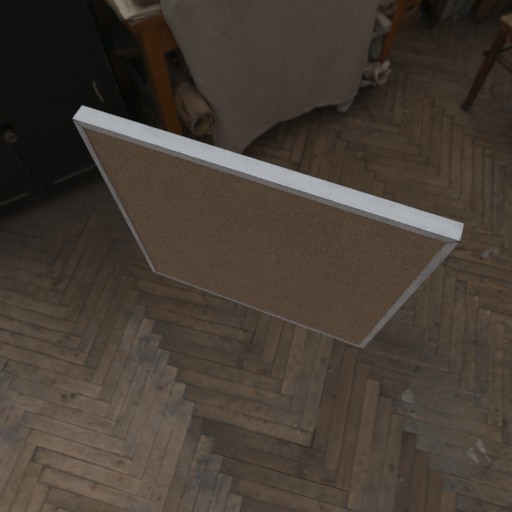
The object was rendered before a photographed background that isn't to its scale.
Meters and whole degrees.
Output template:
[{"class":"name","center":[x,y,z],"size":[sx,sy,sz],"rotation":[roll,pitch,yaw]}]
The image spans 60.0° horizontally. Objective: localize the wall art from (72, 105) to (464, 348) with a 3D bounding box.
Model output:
[{"class":"wall art","center":[0.000,0.000,1.166],"size":[0.762,0.762,0.038],"rotation":[19,66,9]}]
